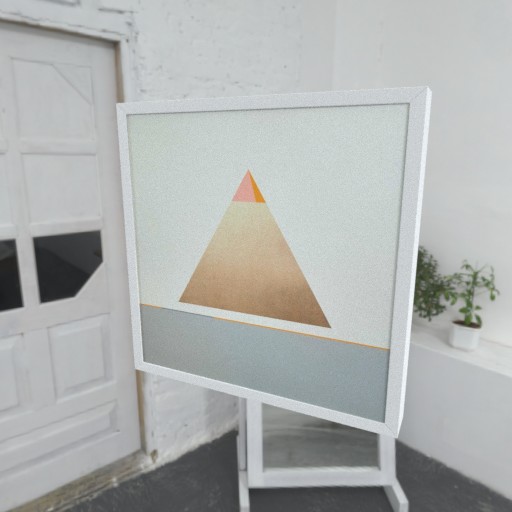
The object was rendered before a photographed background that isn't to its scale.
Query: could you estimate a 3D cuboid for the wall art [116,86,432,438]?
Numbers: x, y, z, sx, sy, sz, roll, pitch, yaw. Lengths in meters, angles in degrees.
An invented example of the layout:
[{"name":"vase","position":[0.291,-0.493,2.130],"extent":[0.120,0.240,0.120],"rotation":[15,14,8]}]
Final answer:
[{"name":"wall art","position":[0.000,0.000,0.451],"extent":[0.305,0.304,0.038],"rotation":[6,15,25]}]
